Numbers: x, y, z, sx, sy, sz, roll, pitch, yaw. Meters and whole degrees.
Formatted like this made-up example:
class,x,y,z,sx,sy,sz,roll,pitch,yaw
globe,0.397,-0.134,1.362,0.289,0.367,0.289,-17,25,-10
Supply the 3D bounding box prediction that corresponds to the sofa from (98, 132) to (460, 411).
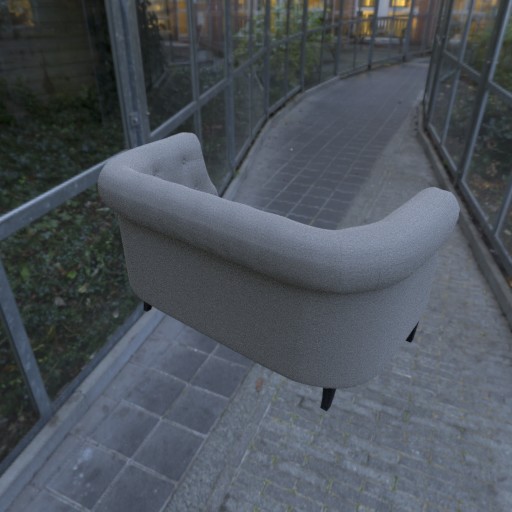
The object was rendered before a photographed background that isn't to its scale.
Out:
class,x,y,z,sx,sy,sz,roll,pitch,yaw
sofa,0.000,0.000,2.076,1.558,0.827,0.835,21,36,31
